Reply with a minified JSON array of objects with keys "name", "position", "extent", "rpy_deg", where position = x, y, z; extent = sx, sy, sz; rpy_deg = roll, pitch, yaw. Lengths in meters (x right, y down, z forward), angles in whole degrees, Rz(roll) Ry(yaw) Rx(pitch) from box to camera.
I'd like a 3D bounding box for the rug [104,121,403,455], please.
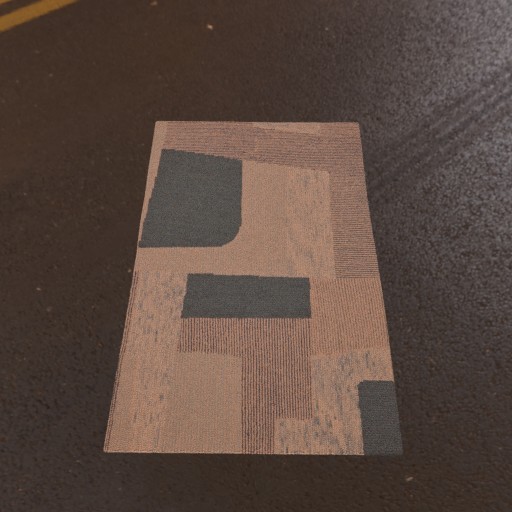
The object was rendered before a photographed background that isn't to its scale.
[{"name":"rug","position":[0.000,0.000,2.260],"extent":[1.238,0.020,1.847],"rpy_deg":[1,62,0]}]
